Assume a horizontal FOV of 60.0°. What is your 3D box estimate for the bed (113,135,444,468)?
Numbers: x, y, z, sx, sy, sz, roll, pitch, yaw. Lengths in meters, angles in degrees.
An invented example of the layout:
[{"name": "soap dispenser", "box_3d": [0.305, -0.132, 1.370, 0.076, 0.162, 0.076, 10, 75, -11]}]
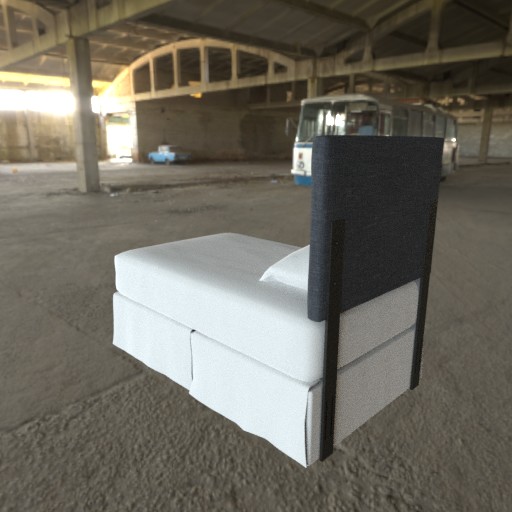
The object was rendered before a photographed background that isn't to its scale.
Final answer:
[{"name": "bed", "box_3d": [0.000, 0.000, 3.037, 1.261, 1.571, 1.997, -14, 20, -43]}]
